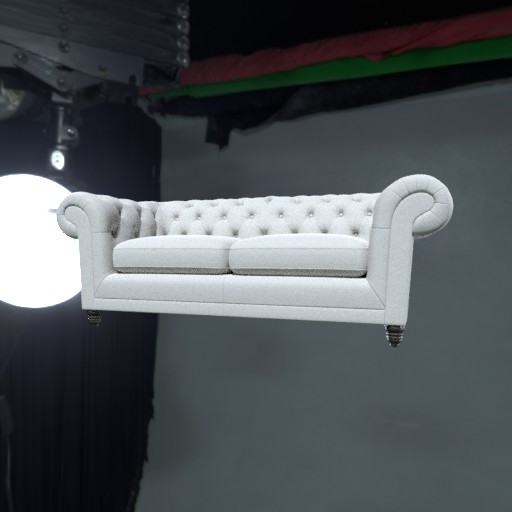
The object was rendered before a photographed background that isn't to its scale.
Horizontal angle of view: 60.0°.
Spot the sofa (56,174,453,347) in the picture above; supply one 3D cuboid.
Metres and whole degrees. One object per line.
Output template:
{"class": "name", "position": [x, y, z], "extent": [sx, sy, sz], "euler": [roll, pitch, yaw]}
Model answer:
{"class": "sofa", "position": [0.000, 0.000, 2.554], "extent": [1.998, 0.764, 0.986], "euler": [0, 1, 18]}
